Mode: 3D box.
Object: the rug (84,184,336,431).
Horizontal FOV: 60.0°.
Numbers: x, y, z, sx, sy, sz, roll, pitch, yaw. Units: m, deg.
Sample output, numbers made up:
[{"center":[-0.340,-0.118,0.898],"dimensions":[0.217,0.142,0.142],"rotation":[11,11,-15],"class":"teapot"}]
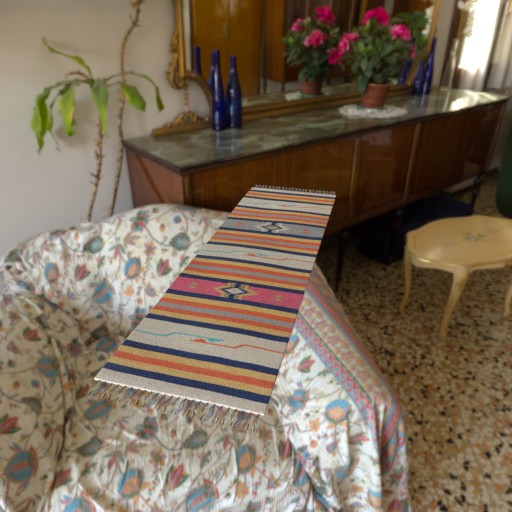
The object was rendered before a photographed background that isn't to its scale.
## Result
[{"center":[0.000,0.000,2.644],"dimensions":[0.695,0.017,2.455],"rotation":[8,30,14],"class":"rug"}]
